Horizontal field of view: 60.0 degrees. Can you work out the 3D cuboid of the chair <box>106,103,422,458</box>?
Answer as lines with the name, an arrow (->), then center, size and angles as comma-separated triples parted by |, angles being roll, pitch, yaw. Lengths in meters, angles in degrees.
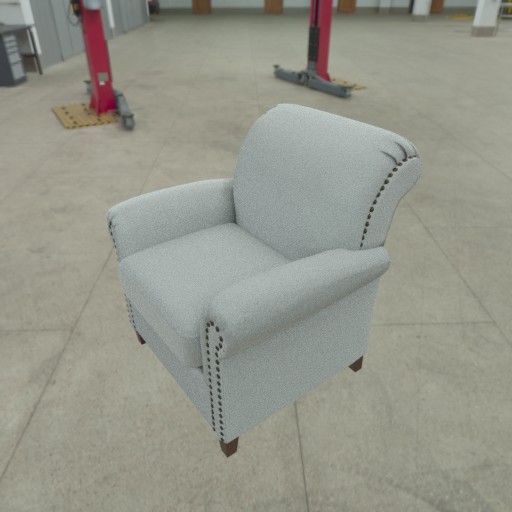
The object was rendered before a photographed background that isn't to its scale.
chair -> 0.000, 0.000, 1.638 | 0.890, 0.927, 0.854 | -22, 38, -31
